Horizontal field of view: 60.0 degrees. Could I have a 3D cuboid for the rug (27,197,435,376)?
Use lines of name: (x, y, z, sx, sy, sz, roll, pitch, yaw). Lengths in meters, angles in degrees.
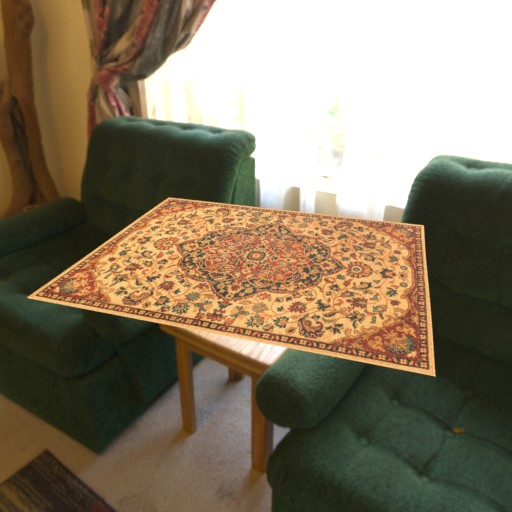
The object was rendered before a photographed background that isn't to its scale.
rug: (0.000, 0.000, 4.173, 3.067, 0.005, 2.454, 8, 28, 15)
